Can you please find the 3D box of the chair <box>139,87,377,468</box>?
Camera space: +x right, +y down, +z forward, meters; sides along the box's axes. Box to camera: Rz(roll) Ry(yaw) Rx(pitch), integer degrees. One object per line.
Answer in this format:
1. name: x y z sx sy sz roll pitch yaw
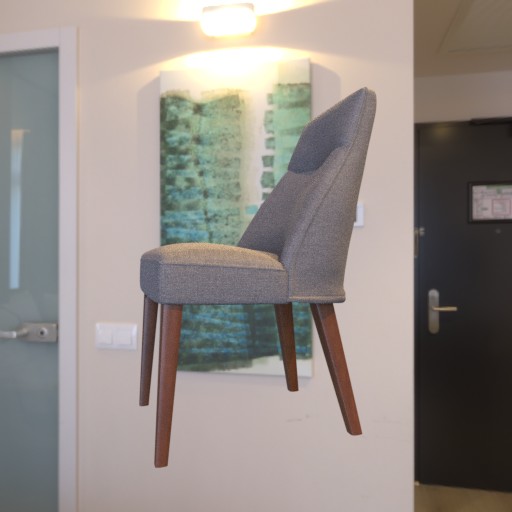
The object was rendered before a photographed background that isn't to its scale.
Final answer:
1. chair: 0.000 0.000 1.279 0.620 0.930 0.500 0 0 -19
